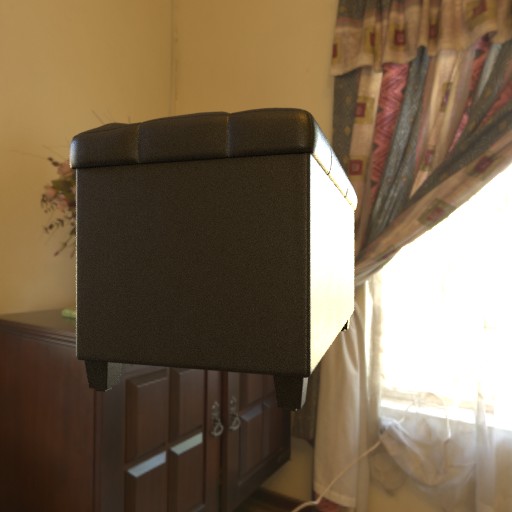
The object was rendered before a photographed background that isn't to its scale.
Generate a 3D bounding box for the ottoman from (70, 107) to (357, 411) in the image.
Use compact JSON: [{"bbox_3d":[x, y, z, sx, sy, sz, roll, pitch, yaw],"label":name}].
[{"bbox_3d":[0.000,0.000,1.085,0.432,0.470,0.838,0,0,17],"label":"ottoman"}]
